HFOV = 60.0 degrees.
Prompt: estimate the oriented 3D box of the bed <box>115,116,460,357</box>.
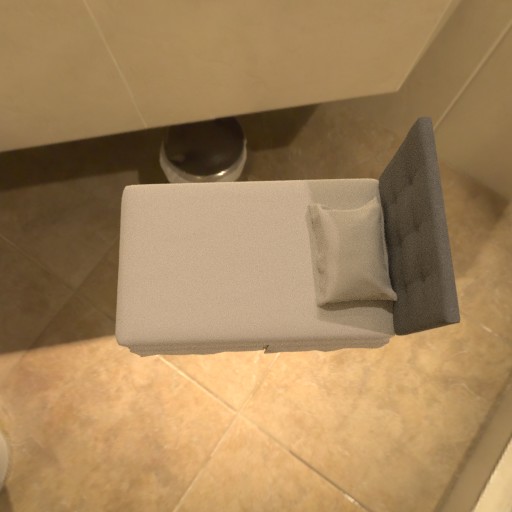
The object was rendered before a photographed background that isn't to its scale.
[{"bbox_3d":[0.000,0.000,3.038,1.997,1.571,1.261,-2,76,0],"label":"bed"}]
